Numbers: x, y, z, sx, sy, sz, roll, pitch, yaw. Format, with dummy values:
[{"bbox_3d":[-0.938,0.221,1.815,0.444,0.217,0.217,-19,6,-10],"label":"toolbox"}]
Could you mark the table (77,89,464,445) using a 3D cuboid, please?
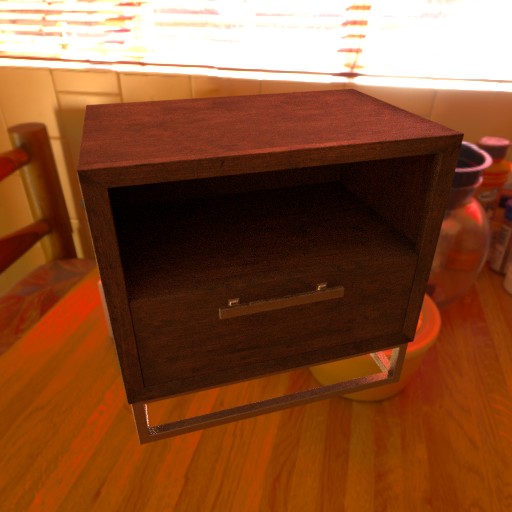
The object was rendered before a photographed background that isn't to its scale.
[{"bbox_3d":[0.000,0.000,1.223,0.767,0.746,0.542,-9,32,-14],"label":"table"}]
